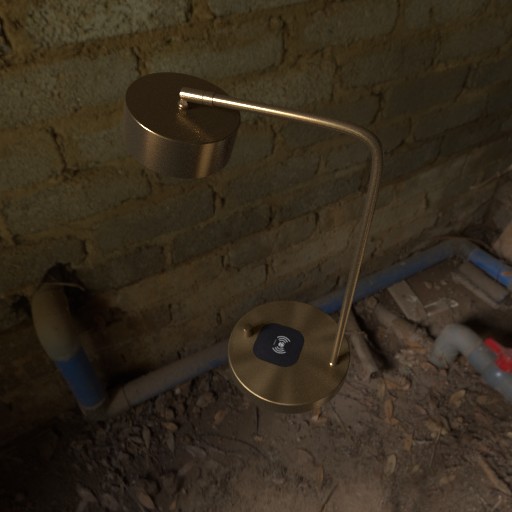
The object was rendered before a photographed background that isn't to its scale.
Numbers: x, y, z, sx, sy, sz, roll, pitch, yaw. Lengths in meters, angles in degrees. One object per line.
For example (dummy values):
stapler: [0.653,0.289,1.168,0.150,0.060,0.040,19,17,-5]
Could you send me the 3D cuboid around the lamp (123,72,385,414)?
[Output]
lamp: [0.000,0.000,0.517,0.270,0.380,0.171,16,48,15]
